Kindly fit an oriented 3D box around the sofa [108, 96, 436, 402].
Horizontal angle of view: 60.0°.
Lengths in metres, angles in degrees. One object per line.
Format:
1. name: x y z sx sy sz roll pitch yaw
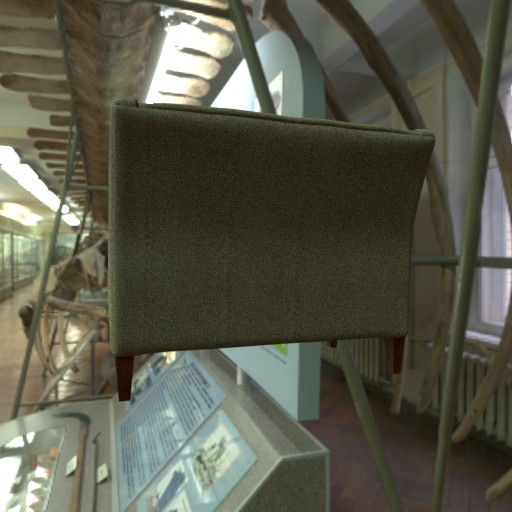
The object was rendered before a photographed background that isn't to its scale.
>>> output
1. sofa: 0.000 0.000 1.959 1.242 1.021 0.870 0 0 -18
